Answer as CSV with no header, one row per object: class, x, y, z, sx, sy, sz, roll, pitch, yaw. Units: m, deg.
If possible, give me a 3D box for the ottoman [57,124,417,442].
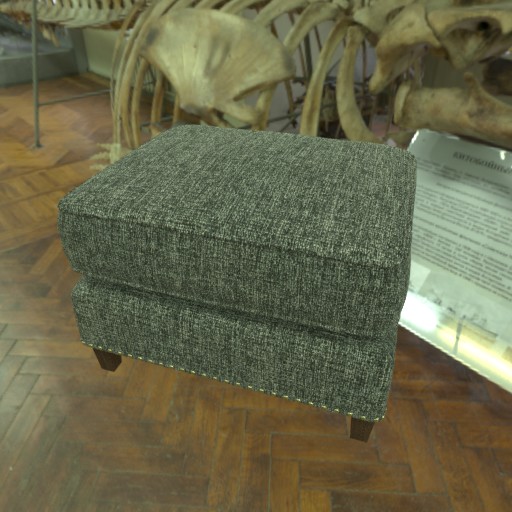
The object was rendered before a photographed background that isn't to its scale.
ottoman,0.000,0.000,1.132,0.738,0.537,0.589,10,35,15
